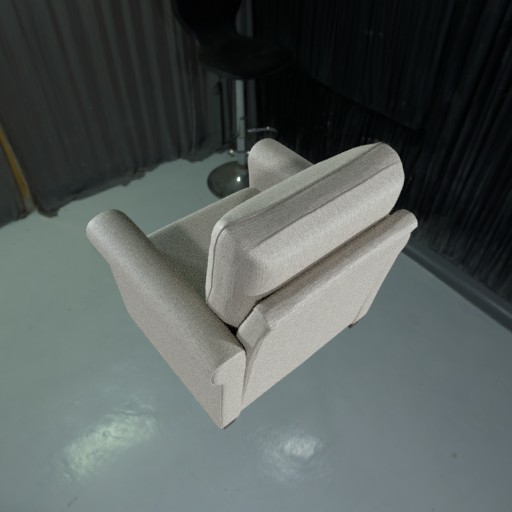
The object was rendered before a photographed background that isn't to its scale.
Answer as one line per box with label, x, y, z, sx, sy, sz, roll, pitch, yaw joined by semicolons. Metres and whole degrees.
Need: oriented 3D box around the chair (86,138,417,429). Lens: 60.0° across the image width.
chair;0.000;0.000;2.307;1.275;1.349;1.180;-31;53;-27
